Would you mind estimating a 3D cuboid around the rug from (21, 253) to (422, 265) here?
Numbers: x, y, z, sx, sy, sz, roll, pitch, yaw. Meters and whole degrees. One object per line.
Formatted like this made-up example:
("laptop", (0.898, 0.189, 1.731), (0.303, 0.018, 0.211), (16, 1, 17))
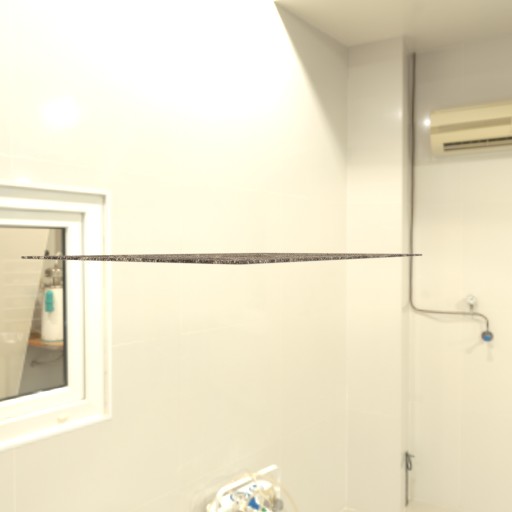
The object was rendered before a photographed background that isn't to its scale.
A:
("rug", (0.000, 0.000, 2.286), (1.186, 0.012, 1.814), (1, 1, 35))
